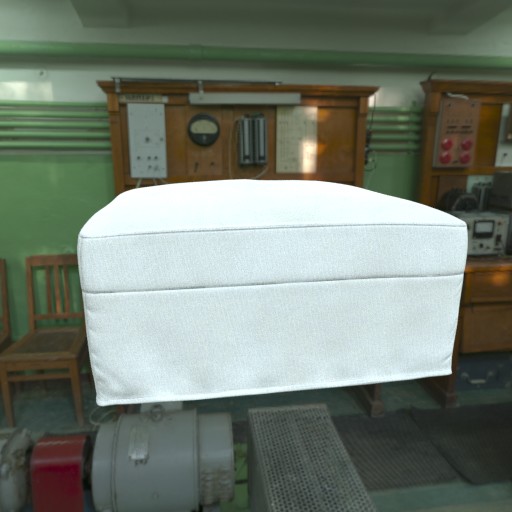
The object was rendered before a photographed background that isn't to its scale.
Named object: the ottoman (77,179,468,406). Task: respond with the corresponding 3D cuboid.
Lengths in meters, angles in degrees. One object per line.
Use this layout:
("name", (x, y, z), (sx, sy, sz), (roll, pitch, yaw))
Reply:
("ottoman", (0.000, 0.000, 1.326), (0.843, 0.441, 0.842), (-2, 14, -9))
